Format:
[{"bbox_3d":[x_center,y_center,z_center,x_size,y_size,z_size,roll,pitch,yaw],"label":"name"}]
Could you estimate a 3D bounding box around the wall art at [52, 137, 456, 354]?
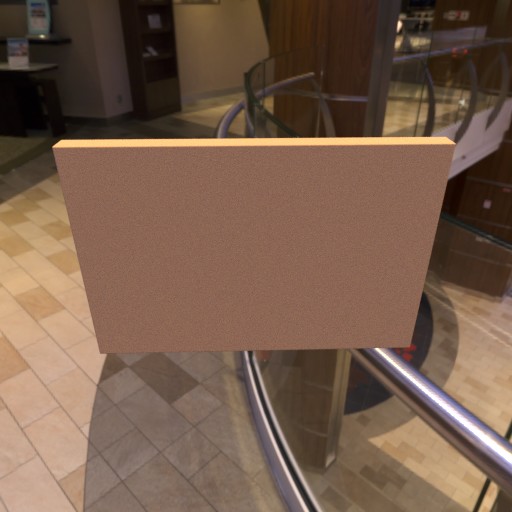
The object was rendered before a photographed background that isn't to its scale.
[{"bbox_3d":[0.000,0.000,0.788,0.609,0.407,0.039,-1,30,-1],"label":"wall art"}]
